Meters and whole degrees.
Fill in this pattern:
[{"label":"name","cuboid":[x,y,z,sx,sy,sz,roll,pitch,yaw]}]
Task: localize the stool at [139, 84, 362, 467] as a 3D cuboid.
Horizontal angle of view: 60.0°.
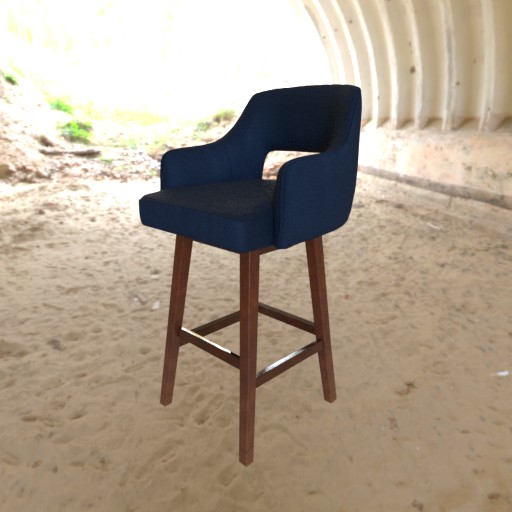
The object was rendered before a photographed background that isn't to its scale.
[{"label":"stool","cuboid":[0.000,0.000,1.406,0.550,1.041,0.560,16,23,42]}]
